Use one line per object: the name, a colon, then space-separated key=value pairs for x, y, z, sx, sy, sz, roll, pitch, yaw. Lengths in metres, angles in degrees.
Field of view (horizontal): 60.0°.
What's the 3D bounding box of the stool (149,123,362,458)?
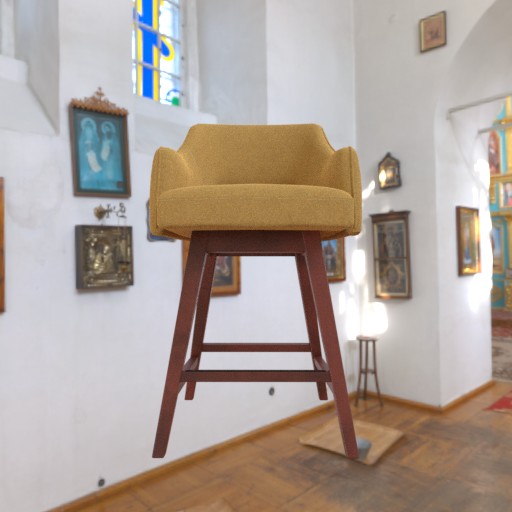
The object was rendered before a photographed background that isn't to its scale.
stool: x=0.000 y=0.000 z=1.273 sx=0.548 sy=0.924 sz=0.558 roll=0 pitch=-2 yaw=0
